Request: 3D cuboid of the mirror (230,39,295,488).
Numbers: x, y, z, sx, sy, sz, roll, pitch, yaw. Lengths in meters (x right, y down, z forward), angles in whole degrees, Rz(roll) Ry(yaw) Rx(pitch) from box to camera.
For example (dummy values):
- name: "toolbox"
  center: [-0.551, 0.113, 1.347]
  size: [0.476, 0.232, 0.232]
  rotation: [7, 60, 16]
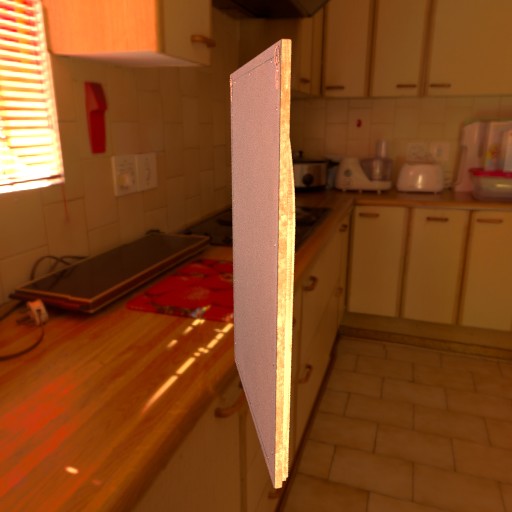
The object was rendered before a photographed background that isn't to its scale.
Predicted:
- name: "mirror"
  center: [0.000, 0.000, 0.973]
  size: [0.058, 0.787, 0.495]
  rotation: [-3, 17, -11]
